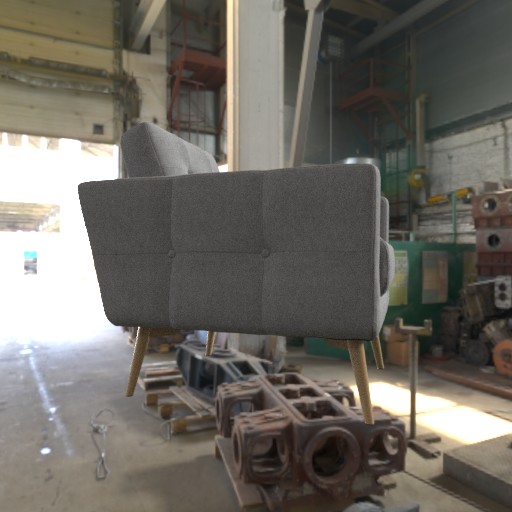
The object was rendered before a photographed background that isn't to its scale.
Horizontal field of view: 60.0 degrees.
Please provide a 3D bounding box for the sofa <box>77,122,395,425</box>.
[{"bbox_3d":[0.000,0.000,1.546,0.920,0.860,0.770,0,0,18],"label":"sofa"}]
